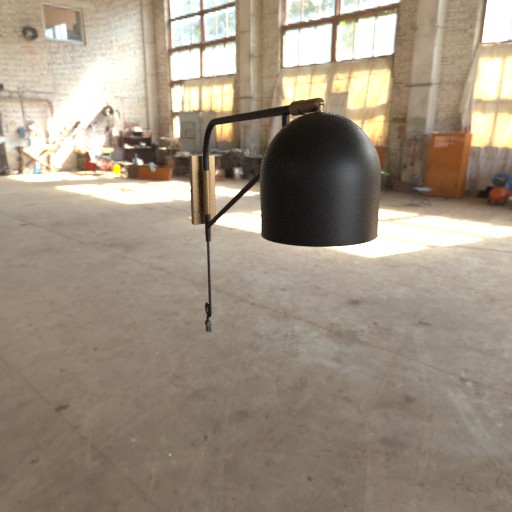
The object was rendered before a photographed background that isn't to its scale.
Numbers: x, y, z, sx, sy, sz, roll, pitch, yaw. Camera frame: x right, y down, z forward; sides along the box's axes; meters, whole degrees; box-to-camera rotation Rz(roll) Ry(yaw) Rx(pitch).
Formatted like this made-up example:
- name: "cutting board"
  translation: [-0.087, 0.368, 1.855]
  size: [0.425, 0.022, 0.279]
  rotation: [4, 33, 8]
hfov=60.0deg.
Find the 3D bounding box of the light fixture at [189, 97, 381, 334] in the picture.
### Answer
- name: "light fixture"
  translation: [0.000, 0.000, 1.070]
  size: [0.215, 0.696, 0.720]
  rotation: [-8, 18, -26]
